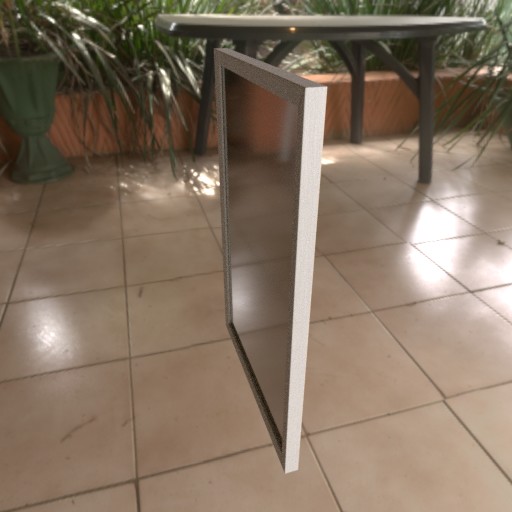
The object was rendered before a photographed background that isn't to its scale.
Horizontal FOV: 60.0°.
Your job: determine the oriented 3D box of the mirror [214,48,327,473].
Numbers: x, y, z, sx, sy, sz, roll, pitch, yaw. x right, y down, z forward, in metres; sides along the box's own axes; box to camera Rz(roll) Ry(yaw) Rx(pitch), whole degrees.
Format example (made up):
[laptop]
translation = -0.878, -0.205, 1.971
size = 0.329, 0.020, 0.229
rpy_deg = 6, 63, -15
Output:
[mirror]
translation = 0.000, 0.000, 1.134
size = 0.040, 0.915, 0.609
rpy_deg = -9, 31, -15
